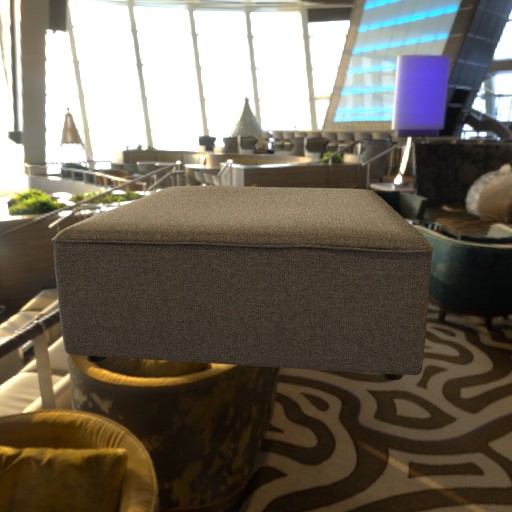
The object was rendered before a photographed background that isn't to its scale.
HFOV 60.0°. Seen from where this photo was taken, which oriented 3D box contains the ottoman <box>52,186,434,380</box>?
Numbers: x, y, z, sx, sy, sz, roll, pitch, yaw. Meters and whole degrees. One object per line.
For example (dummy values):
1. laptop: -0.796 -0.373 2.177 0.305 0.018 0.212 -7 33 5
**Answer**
1. ottoman: 0.000 0.000 1.647 1.017 0.423 1.023 2 16 7
